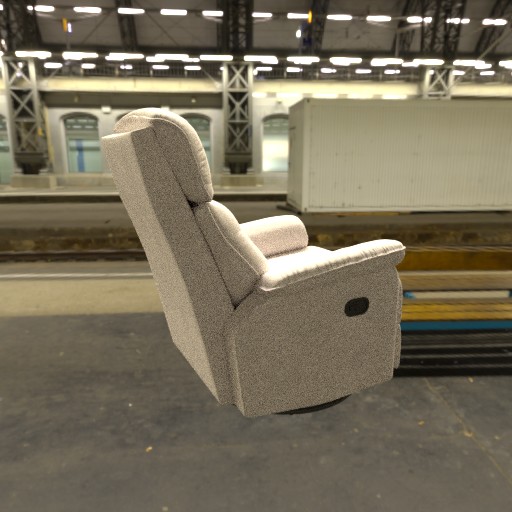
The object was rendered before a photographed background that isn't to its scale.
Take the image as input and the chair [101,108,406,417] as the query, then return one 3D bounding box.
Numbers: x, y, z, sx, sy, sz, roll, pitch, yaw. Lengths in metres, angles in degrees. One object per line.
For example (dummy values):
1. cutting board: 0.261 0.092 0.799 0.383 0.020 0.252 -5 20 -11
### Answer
1. chair: 0.000 0.000 1.708 1.001 1.039 0.820 -6 15 -26
